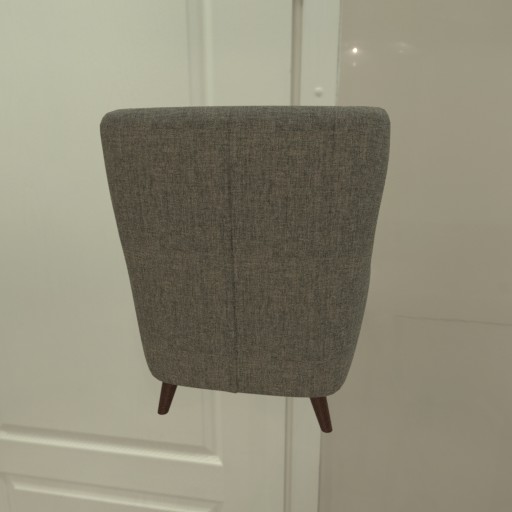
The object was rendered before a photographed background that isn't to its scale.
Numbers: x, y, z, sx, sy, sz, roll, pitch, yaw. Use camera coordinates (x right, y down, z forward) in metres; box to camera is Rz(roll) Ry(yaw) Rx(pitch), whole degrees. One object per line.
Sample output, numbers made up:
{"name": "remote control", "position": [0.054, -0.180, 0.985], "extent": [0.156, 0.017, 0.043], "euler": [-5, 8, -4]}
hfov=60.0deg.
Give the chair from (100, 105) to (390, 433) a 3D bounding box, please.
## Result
{"name": "chair", "position": [0.000, 0.000, 1.719], "extent": [0.878, 1.063, 0.904], "euler": [3, 16, 9]}
